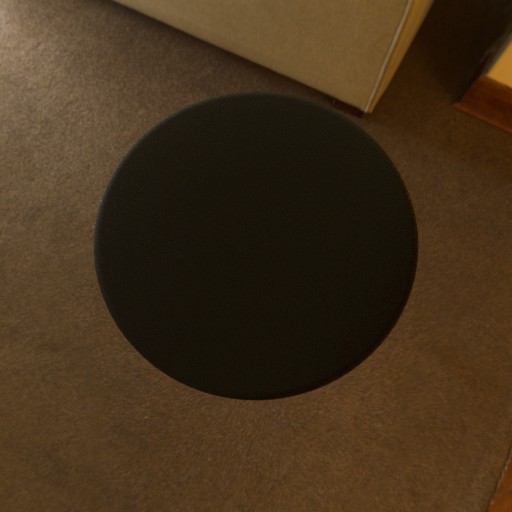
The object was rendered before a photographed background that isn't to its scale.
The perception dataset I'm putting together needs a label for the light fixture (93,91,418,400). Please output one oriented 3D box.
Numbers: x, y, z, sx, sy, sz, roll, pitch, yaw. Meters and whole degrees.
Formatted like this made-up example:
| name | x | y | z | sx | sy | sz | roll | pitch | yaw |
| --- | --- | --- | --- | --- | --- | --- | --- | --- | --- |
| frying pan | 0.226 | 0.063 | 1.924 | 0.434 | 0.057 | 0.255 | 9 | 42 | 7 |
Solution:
| name | x | y | z | sx | sy | sz | roll | pitch | yaw |
| --- | --- | --- | --- | --- | --- | --- | --- | --- | --- |
| light fixture | 0.000 | 0.000 | 0.641 | 0.389 | 0.229 | 0.389 | 0 | 74 | 0 |
